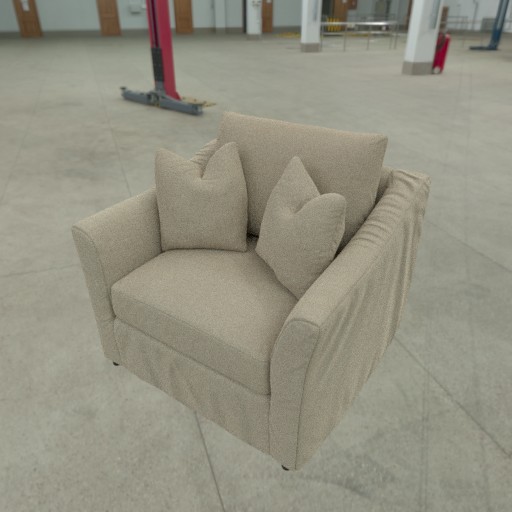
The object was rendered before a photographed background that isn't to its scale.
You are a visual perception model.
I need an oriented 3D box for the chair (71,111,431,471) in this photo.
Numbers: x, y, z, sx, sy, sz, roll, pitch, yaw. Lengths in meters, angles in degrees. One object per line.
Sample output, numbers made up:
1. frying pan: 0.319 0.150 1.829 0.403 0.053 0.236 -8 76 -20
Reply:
1. chair: 0.000 0.000 2.033 1.194 1.093 1.071 19 35 30
